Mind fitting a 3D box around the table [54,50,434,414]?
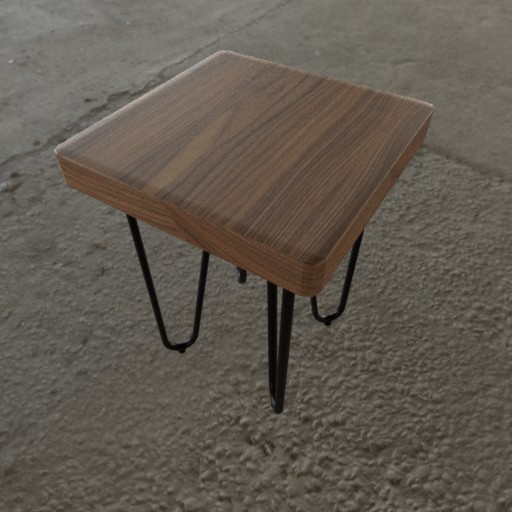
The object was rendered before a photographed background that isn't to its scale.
[{"bbox_3d":[0.000,0.000,0.985,0.479,0.641,0.480,24,51,22],"label":"table"}]
